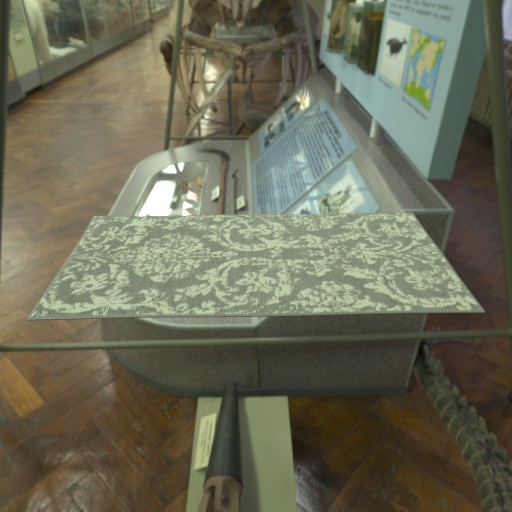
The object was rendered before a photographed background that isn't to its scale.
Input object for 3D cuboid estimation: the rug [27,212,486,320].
[{"bbox_3d":[0.000,0.000,1.432,1.219,0.007,0.604,-1,32,-1],"label":"rug"}]
